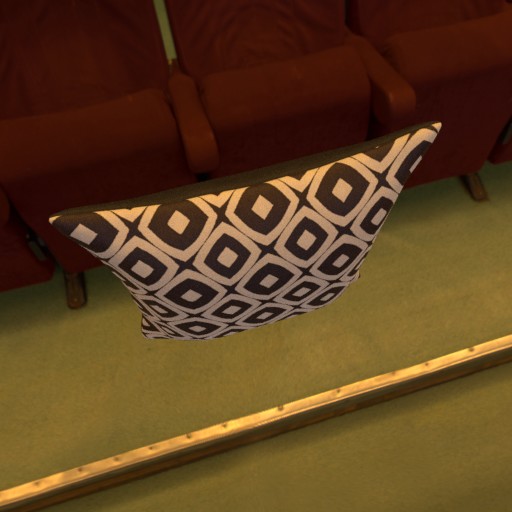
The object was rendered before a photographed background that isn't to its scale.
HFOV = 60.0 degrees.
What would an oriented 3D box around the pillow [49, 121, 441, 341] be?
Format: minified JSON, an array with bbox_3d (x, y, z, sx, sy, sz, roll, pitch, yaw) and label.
[{"bbox_3d":[0.000,0.000,0.765,0.504,0.494,0.188,-15,65,-7],"label":"pillow"}]
